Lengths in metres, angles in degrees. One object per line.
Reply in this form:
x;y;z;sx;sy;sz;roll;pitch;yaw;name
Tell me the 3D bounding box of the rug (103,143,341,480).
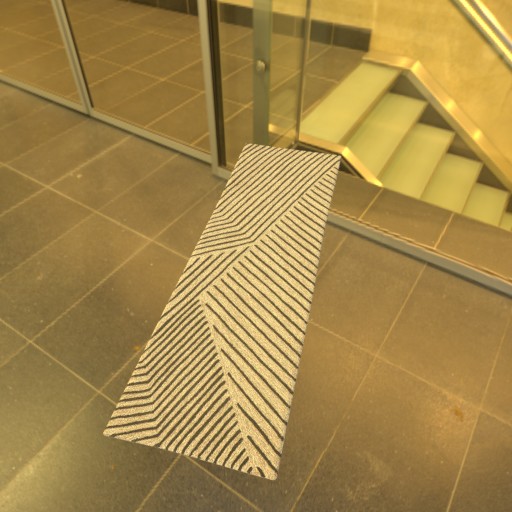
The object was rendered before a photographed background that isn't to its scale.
0.000;0.000;2.691;0.773;0.020;2.439;10;46;10;rug
